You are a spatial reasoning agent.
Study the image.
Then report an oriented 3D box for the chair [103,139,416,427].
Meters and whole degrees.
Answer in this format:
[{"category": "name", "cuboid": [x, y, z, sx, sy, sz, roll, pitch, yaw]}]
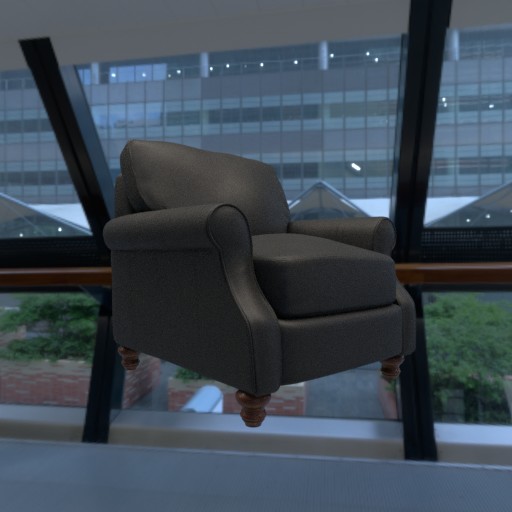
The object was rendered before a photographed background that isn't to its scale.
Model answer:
[{"category": "chair", "cuboid": [0.000, 0.000, 1.804, 1.015, 0.960, 1.027, 0, 0, -36]}]
